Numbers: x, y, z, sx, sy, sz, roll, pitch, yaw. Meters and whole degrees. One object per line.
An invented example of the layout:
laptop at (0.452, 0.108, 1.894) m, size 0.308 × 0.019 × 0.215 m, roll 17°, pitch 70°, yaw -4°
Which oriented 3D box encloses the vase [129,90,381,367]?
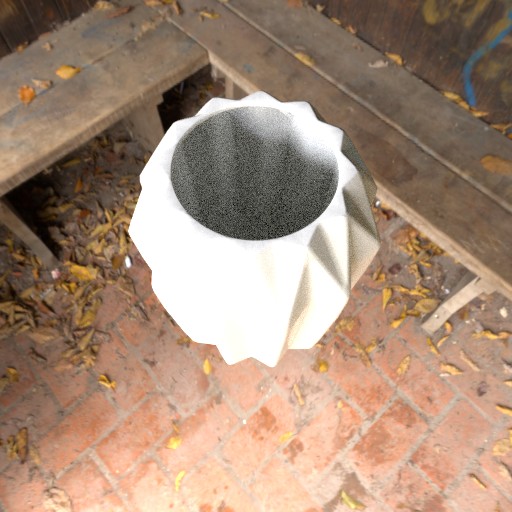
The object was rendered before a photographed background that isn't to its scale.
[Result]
vase at (0.000, 0.000, 0.414) m, size 0.195 × 0.275 × 0.195 m, roll 0°, pitch 64°, yaw 0°
